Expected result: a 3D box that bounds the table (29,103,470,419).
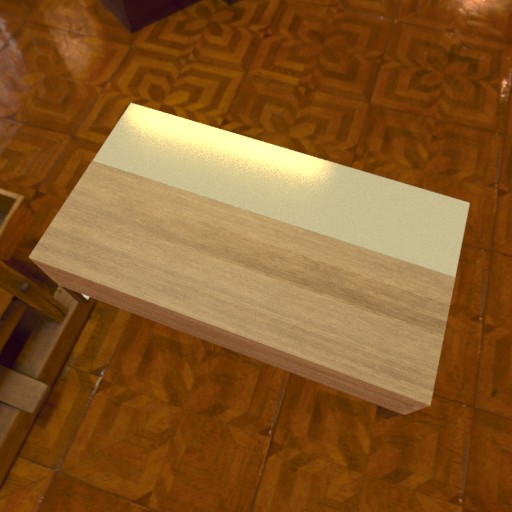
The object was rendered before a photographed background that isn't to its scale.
[{"bbox_3d":[0.000,0.000,1.403,1.100,0.350,0.600,19,66,9],"label":"table"}]
